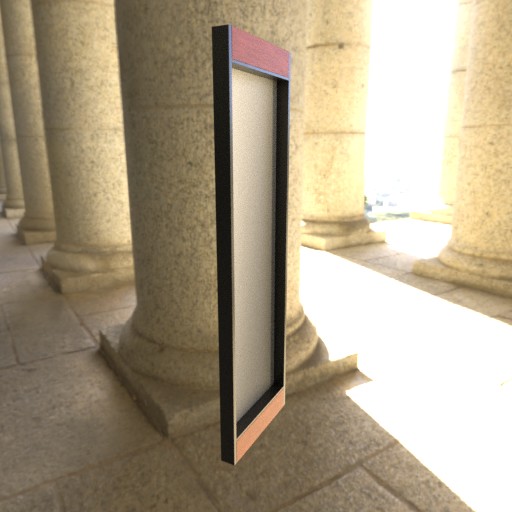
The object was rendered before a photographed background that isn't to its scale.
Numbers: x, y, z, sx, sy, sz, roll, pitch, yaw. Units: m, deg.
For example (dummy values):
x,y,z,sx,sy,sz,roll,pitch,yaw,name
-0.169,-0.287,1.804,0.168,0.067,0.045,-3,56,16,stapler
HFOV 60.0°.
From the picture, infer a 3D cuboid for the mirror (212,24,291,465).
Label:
x,y,z,sx,sy,sz,roll,pitch,yaw,name
0.000,0.000,1.258,0.047,1.123,0.343,7,16,27,mirror
